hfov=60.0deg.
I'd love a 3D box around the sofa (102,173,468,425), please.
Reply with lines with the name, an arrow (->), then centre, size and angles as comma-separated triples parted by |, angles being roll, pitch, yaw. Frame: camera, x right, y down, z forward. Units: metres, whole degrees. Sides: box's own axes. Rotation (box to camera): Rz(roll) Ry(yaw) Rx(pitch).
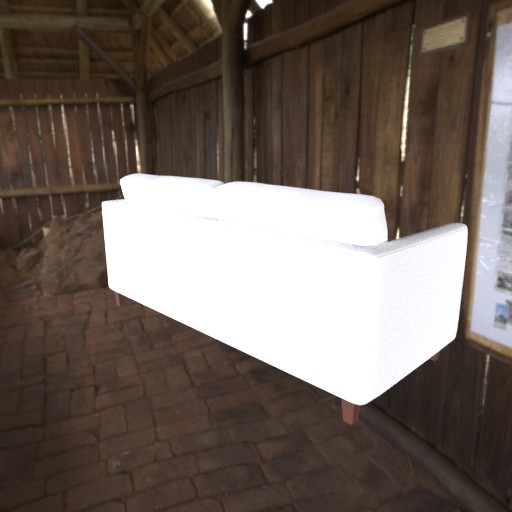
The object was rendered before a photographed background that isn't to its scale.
sofa -> 0.000, 0.000, 2.670 | 0.924, 0.933, 2.139 | -14, 20, -43
